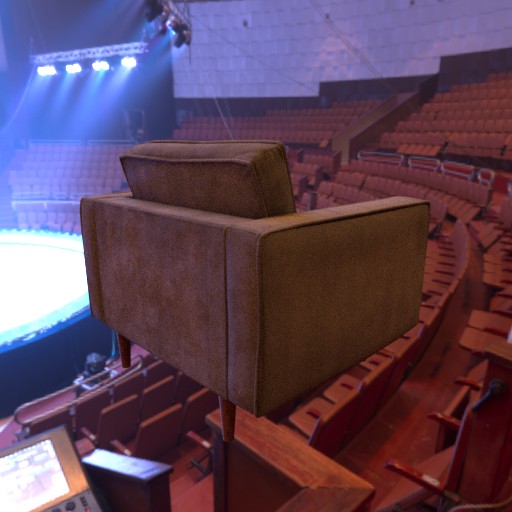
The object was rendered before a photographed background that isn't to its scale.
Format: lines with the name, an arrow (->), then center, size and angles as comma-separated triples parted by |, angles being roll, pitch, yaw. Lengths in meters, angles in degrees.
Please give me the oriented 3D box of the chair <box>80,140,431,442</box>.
chair -> 0.000, 0.000, 1.530 | 0.843, 0.773, 0.928 | -13, 20, -42
